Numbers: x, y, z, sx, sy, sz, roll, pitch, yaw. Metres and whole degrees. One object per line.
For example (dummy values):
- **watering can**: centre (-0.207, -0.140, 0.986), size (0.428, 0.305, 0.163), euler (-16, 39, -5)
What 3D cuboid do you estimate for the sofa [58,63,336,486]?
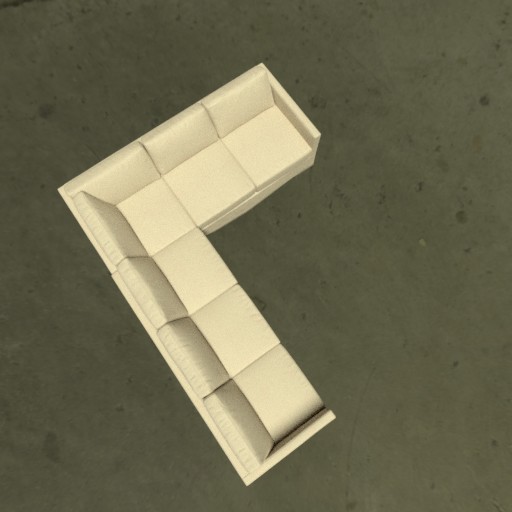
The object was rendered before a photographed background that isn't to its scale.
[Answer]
- **sofa**: centre (0.000, 0.000, 4.312), size (2.432, 0.871, 3.182), euler (-35, 78, -8)
